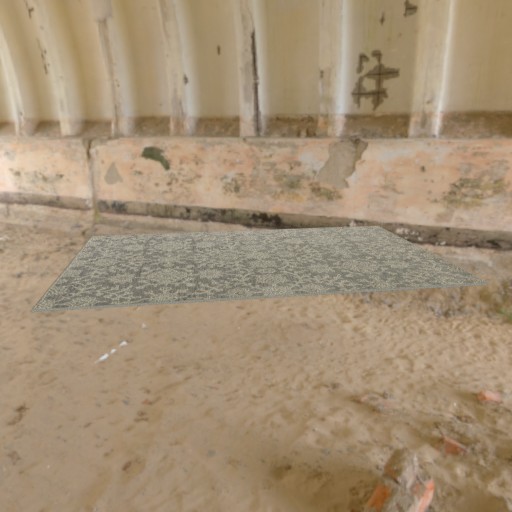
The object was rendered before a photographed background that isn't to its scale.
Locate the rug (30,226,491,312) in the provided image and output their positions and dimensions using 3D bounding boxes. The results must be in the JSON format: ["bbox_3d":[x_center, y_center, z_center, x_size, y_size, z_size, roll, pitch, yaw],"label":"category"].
[{"bbox_3d":[0.000,0.000,3.022,2.430,0.010,1.515,-3,17,-9],"label":"rug"}]
